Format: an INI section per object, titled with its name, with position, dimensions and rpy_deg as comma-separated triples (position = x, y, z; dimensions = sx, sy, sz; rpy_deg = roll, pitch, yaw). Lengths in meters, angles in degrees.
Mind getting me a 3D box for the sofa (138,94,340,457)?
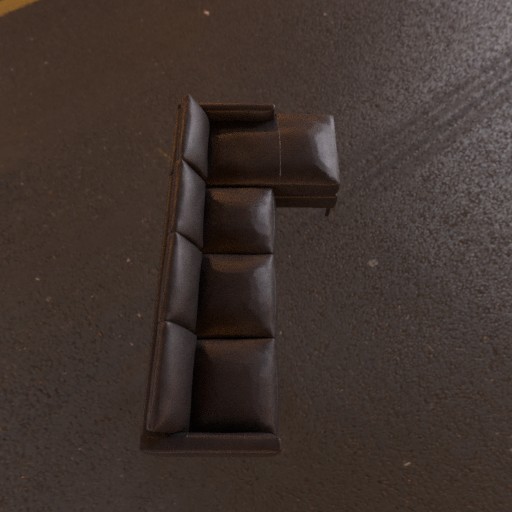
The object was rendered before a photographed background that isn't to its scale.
[sofa]
position = 0.000, 0.000, 3.617
dimensions = 1.471, 0.859, 2.993
rpy_deg = 0, 63, 0
